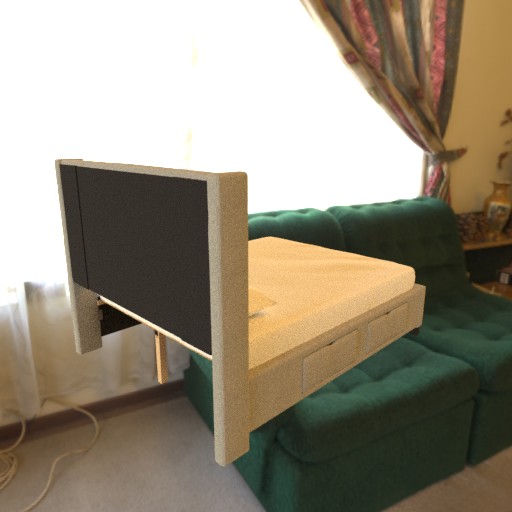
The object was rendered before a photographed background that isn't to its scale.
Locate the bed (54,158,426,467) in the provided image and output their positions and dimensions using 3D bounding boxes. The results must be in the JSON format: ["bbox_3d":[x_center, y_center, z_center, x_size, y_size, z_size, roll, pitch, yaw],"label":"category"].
[{"bbox_3d":[0.000,0.000,3.420,2.222,1.491,1.774,-15,21,-43],"label":"bed"}]
